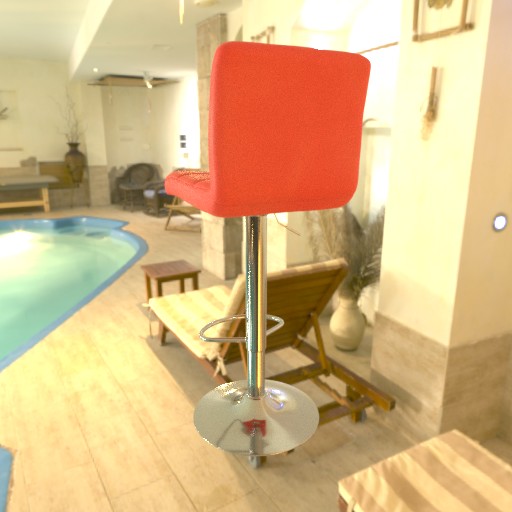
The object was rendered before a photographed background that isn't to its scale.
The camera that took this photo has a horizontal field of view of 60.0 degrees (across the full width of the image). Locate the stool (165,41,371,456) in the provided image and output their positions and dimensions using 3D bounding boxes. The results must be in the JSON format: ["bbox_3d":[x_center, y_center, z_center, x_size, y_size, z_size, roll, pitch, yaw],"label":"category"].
[{"bbox_3d":[0.000,0.000,1.367,0.430,1.115,0.505,-7,17,-26],"label":"stool"}]
